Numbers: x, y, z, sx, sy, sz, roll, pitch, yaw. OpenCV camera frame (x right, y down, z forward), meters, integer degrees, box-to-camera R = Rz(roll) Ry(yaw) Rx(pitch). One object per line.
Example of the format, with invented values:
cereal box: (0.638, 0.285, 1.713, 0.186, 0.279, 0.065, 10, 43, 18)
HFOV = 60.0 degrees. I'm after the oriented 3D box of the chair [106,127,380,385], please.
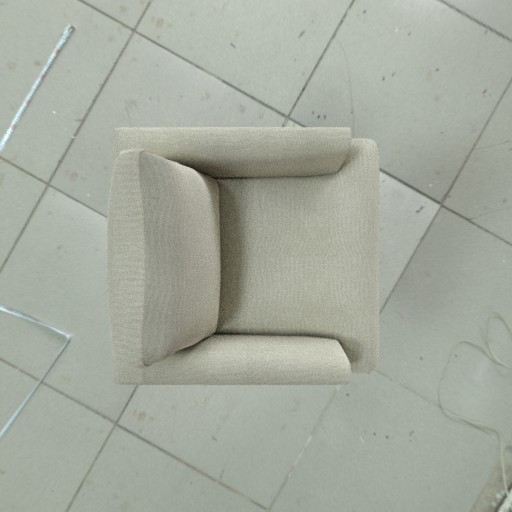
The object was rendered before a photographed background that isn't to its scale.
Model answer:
chair: (0.000, 0.000, 1.602, 0.899, 0.957, 0.858, 0, 90, 0)
